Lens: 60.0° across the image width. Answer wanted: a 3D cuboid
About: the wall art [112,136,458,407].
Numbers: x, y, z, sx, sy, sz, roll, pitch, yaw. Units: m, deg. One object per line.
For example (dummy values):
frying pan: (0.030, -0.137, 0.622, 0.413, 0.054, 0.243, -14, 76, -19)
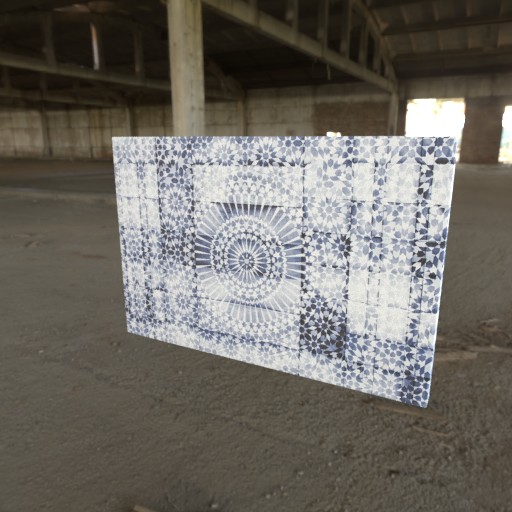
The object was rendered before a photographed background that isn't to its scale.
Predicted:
wall art: (0.000, 0.000, 0.780, 0.608, 0.406, 0.030, 8, 17, 26)
